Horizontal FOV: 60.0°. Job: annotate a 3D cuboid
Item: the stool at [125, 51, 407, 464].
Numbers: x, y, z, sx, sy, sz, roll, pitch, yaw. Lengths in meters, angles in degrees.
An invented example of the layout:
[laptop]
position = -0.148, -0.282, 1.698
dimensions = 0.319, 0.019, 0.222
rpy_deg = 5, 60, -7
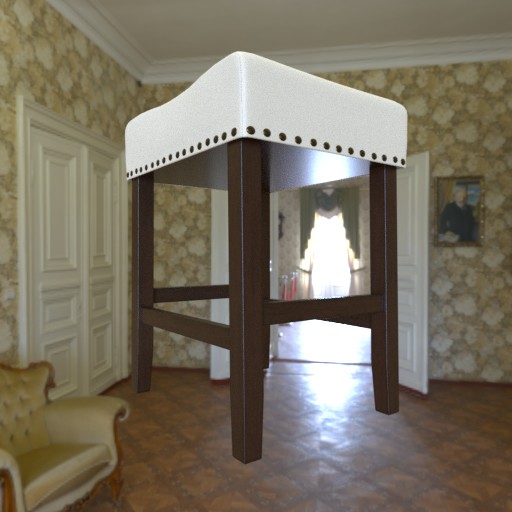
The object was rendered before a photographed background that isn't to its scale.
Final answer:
[stool]
position = 0.000, 0.000, 0.930
dimensions = 0.401, 0.609, 0.471
rpy_deg = 0, 0, -37
